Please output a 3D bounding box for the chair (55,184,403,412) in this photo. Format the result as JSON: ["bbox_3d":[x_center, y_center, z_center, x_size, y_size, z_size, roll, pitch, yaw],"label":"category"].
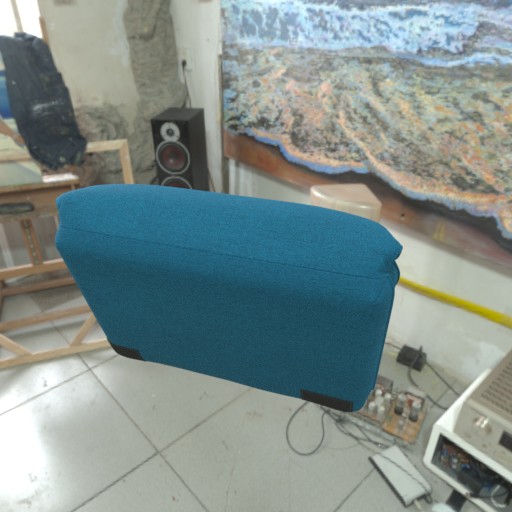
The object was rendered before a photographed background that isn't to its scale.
[{"bbox_3d":[0.000,0.000,1.348,0.820,0.580,0.780,9,32,15],"label":"chair"}]
